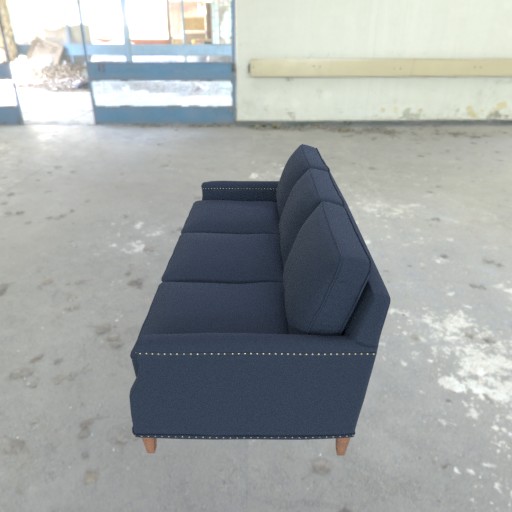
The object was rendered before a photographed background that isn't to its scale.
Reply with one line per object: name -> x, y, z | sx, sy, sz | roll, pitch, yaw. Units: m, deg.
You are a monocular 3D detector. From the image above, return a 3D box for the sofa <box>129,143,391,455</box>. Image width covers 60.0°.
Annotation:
sofa -> 0.000, 0.000, 2.804 | 1.084, 1.003, 2.246 | 0, 26, 1
